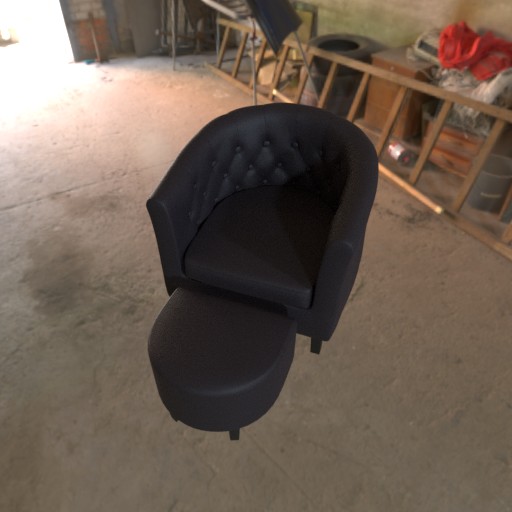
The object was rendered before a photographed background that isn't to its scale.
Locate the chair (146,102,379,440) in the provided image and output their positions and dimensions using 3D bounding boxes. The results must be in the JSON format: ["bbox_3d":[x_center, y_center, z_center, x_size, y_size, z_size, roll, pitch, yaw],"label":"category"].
[{"bbox_3d":[0.000,0.000,1.693,0.763,0.760,1.191,14,43,15],"label":"chair"}]
